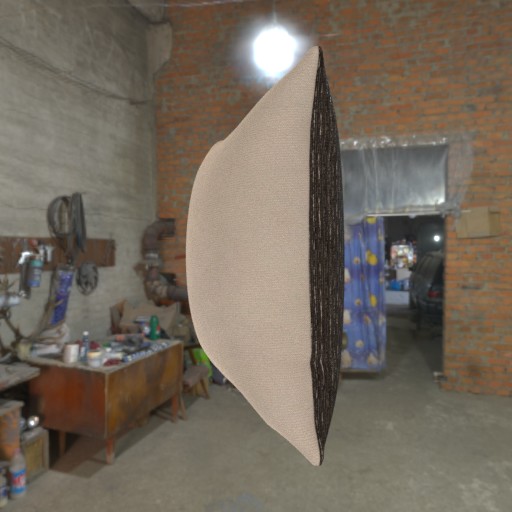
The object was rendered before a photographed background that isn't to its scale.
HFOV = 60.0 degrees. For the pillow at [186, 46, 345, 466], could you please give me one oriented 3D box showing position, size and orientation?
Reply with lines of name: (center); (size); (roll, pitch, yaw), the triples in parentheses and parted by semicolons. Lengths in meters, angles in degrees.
pillow: (0.000, 0.000, 0.656); (0.196, 0.434, 0.433); (0, 0, -18)
